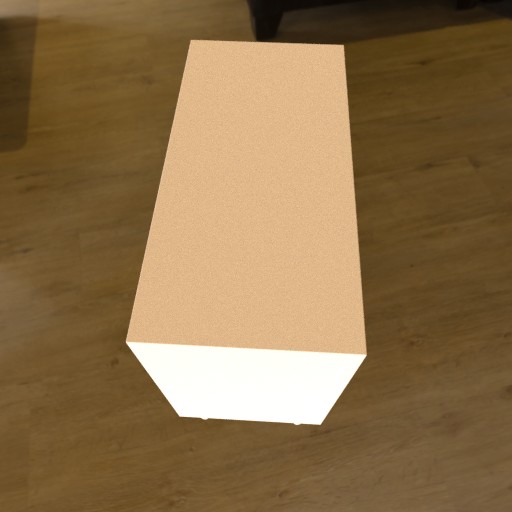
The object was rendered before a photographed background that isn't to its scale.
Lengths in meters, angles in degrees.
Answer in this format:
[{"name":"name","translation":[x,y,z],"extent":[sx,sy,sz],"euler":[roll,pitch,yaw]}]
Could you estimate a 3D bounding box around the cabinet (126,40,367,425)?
[{"name":"cabinet","translation":[0.000,0.000,1.237],"extent":[0.398,0.761,0.800],"euler":[3,59,2]}]
